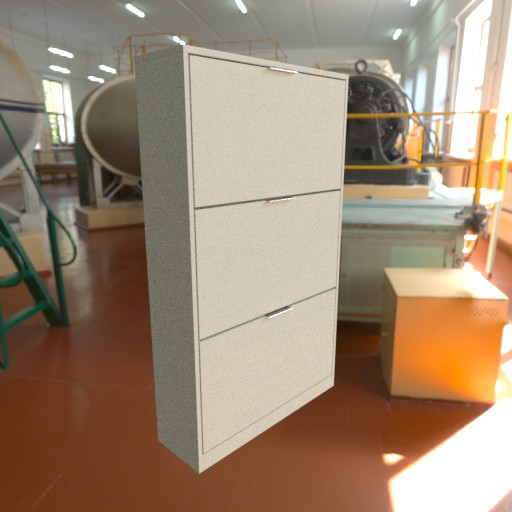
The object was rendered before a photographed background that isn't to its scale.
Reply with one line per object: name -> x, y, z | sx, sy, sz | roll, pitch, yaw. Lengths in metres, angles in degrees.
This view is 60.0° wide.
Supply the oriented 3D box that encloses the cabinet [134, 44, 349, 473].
cabinet -> 0.000, 0.000, 1.610 | 0.250, 1.280, 0.750 | 14, 20, 43
